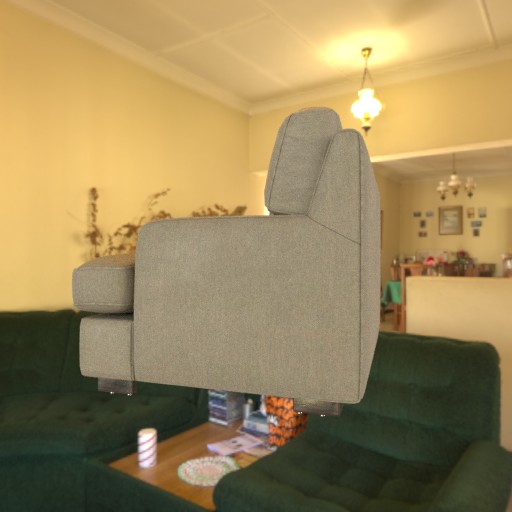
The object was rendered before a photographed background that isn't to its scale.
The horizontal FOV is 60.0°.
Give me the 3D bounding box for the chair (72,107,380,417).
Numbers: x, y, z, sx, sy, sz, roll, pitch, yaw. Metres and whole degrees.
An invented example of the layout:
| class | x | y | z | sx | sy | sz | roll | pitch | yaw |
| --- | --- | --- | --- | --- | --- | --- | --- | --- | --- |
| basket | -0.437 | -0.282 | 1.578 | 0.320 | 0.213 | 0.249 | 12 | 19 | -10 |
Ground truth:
| class | x | y | z | sx | sy | sz | roll | pitch | yaw |
| --- | --- | --- | --- | --- | --- | --- | --- | --- | --- |
| chair | 0.000 | 0.000 | 1.989 | 1.043 | 0.974 | 1.270 | 0 | 0 | 18 |
